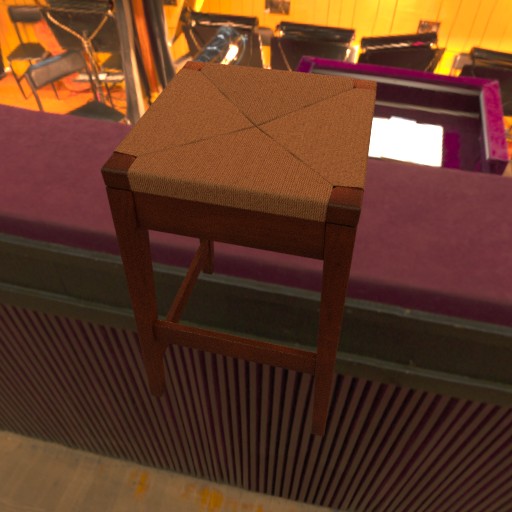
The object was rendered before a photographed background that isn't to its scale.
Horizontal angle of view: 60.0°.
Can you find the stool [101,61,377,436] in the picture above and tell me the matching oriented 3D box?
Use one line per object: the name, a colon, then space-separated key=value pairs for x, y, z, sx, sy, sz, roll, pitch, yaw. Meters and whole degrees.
stool: x=0.000 y=0.000 z=1.112 sx=0.497 sy=0.762 sz=0.507 roll=10 pitch=48 yaw=9
